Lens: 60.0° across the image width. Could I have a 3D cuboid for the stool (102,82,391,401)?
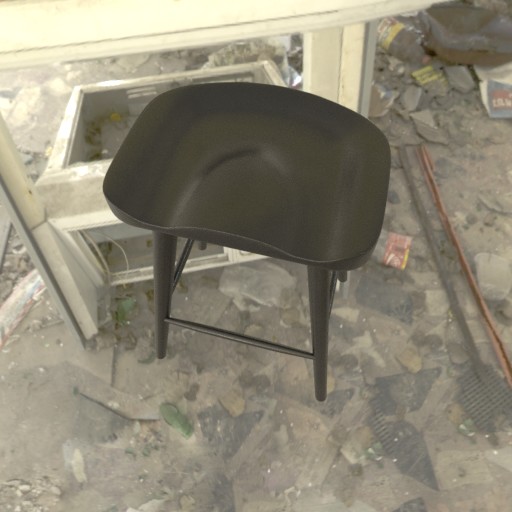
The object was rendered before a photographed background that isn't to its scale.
[{"bbox_3d":[0.000,0.000,0.925,0.440,0.615,0.361,13,60,8],"label":"stool"}]
